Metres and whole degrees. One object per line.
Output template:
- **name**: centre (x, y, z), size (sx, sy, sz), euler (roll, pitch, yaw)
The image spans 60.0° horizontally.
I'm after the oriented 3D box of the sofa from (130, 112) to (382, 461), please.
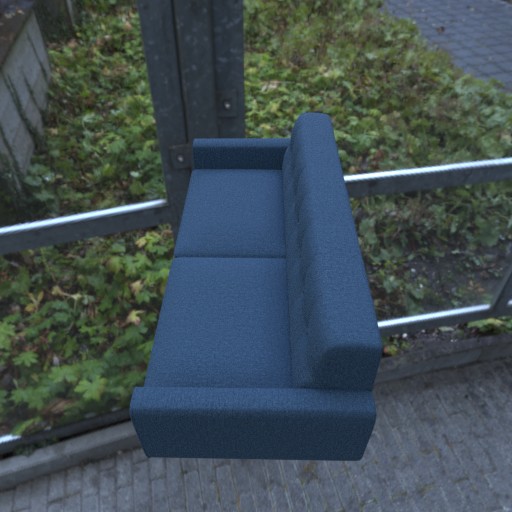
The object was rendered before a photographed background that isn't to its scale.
- **sofa**: centre (0.000, 0.000, 2.476), size (0.942, 0.884, 2.055), euler (1, 43, 1)
